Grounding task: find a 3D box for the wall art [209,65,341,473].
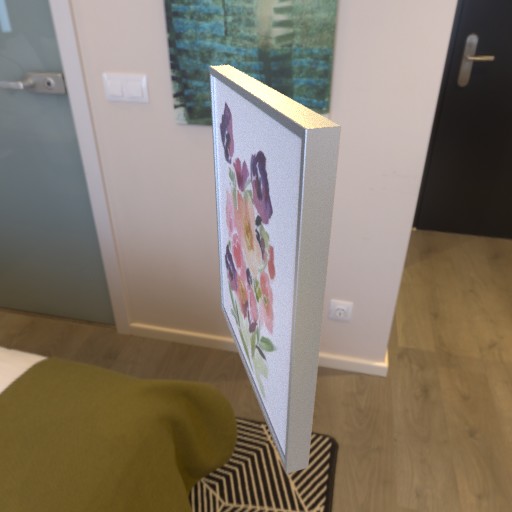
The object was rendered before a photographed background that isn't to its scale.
[{"bbox_3d":[0.000,0.000,0.761,0.038,0.549,0.452,-9,32,-15],"label":"wall art"}]
